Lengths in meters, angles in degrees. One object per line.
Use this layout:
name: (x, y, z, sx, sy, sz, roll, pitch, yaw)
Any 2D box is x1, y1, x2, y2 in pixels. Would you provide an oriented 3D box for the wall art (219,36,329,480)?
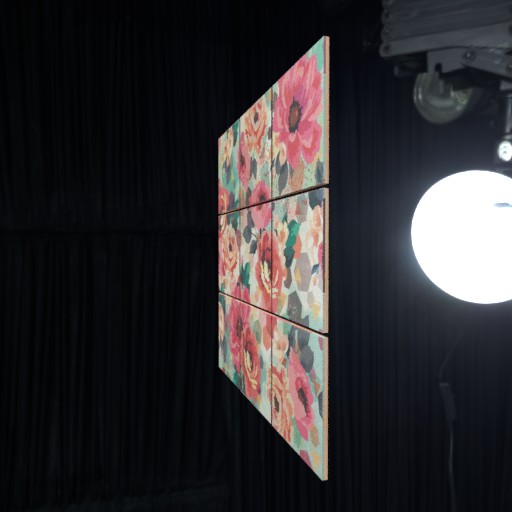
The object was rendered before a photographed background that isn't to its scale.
wall art: (0.000, 0.000, 1.341, 0.012, 0.910, 0.911, 0, 1, -18)
